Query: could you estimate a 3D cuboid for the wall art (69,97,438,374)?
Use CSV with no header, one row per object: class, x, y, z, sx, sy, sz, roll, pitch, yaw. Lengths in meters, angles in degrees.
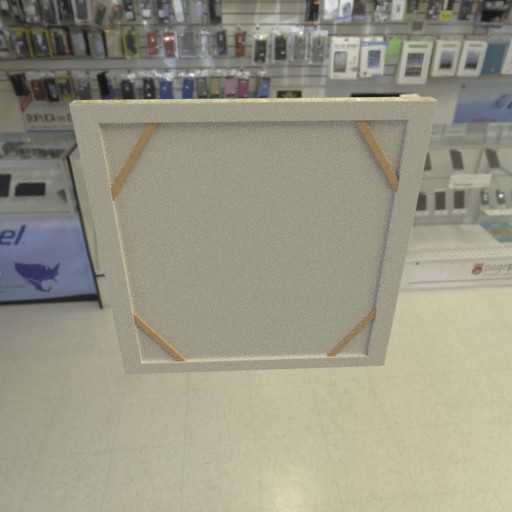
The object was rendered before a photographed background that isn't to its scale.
wall art,0.000,0.000,1.612,1.092,1.091,0.051,-1,31,-2
